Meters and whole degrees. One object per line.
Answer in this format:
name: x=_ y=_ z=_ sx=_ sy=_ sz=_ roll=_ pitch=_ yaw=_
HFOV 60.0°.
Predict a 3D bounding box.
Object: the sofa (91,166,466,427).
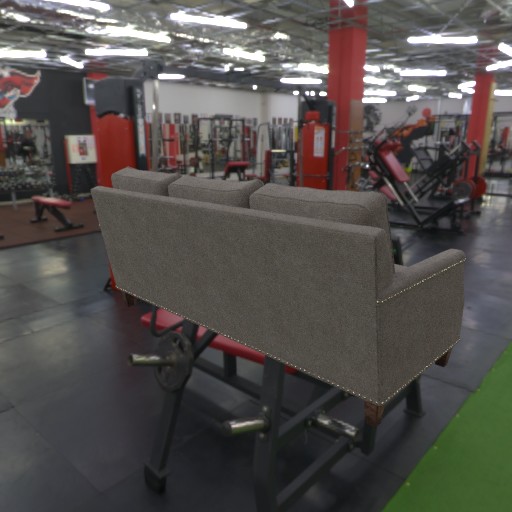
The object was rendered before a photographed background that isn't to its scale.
sofa: x=0.000 y=0.000 z=2.769 sx=2.226 sy=1.042 sz=1.034 roll=14 pitch=20 yaw=42
